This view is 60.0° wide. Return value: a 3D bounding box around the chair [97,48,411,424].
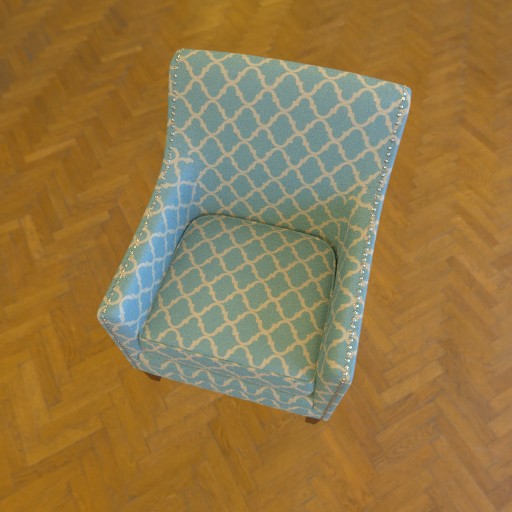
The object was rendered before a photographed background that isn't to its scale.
[{"bbox_3d":[0.000,0.000,1.280,0.617,0.817,0.686,13,59,8],"label":"chair"}]
